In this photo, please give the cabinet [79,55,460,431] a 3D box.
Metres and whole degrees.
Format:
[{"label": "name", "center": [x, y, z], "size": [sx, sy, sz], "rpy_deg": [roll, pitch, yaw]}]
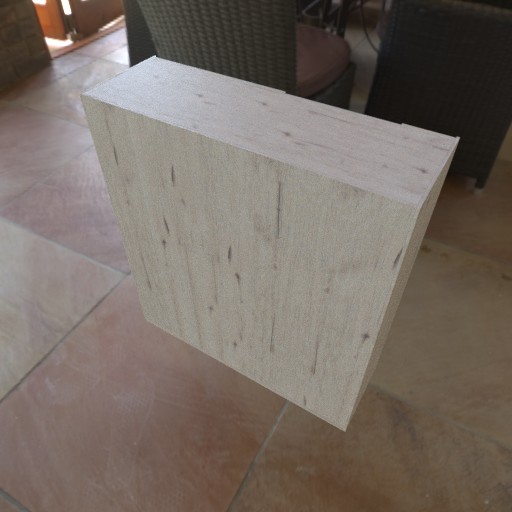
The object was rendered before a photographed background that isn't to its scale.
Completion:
[{"label": "cabinet", "center": [0.000, 0.000, 3.169], "size": [2.000, 2.180, 0.660], "rpy_deg": [24, 50, 22]}]
